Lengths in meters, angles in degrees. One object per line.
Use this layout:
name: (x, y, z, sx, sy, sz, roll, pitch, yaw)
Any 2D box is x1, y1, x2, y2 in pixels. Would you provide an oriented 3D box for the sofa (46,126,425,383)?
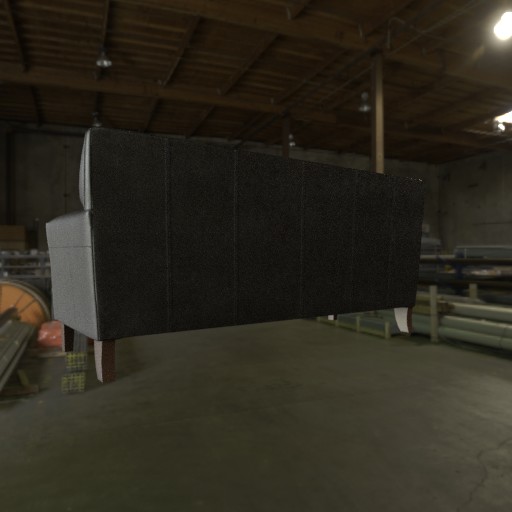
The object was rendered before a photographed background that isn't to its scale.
sofa: (0.000, 0.000, 2.497, 2.053, 0.947, 0.805, 0, 0, -36)
